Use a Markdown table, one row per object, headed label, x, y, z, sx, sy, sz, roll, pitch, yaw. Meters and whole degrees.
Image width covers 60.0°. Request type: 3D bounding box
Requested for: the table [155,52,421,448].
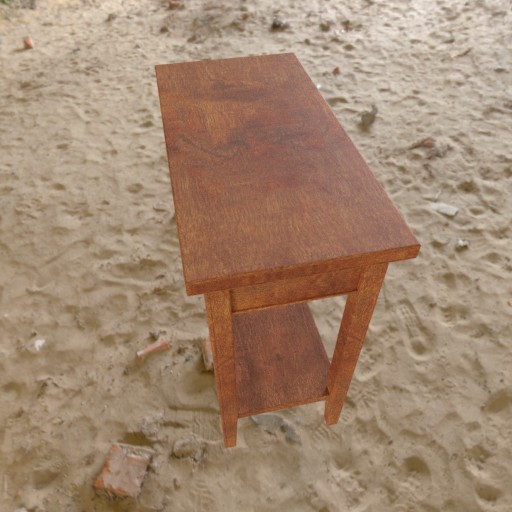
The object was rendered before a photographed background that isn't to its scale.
| label | x | y | z | sx | sy | sz | roll | pitch | yaw |
| --- | --- | --- | --- | --- | --- | --- | --- | --- | --- |
| table | 0.000 | 0.000 | 0.973 | 0.305 | 0.610 | 0.610 | -9 | 48 | -8 |
